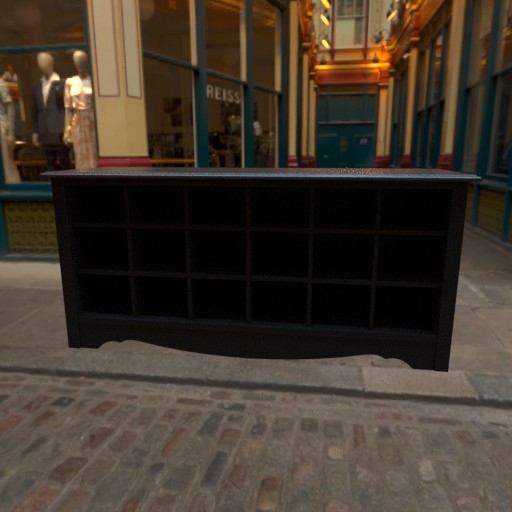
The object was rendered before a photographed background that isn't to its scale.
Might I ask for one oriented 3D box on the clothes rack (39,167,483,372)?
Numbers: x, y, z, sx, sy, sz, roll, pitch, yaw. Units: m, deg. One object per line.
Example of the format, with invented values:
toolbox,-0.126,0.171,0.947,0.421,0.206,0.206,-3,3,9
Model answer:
clothes rack,0.000,0.000,1.463,1.219,0.556,0.406,2,14,8
